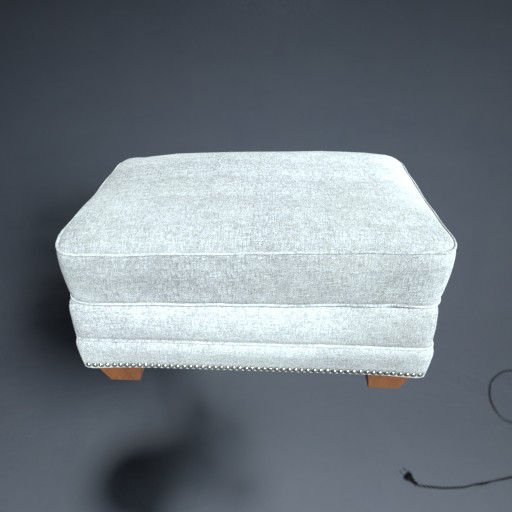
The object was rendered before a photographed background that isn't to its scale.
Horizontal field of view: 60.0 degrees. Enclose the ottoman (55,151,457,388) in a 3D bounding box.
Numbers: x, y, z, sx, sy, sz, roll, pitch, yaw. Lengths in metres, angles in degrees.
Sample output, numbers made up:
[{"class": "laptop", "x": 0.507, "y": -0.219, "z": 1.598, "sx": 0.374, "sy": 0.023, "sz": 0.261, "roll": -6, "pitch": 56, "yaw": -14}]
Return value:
[{"class": "ottoman", "x": 0.000, "y": 0.000, "z": 1.157, "sx": 0.813, "sy": 0.457, "sz": 0.561, "roll": 1, "pitch": 31, "yaw": 2}]
